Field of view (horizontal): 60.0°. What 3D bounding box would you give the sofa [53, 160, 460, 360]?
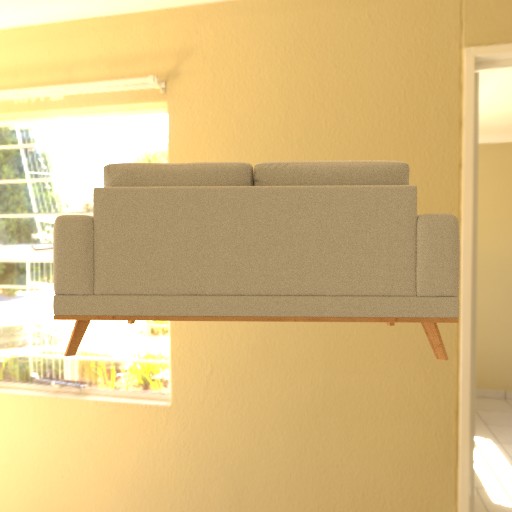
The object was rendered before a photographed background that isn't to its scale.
[{"bbox_3d":[0.000,0.000,2.180,1.651,0.810,0.915,0,1,2],"label":"sofa"}]
